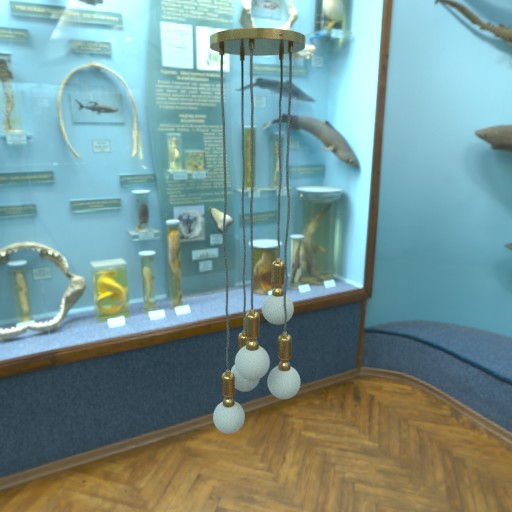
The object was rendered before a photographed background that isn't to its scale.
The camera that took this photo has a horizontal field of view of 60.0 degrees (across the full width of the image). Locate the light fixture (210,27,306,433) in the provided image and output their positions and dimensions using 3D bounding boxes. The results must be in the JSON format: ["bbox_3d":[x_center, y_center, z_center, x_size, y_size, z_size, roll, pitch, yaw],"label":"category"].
[{"bbox_3d":[0.000,0.000,0.511,0.108,0.457,0.105,-8,18,-26],"label":"light fixture"}]
